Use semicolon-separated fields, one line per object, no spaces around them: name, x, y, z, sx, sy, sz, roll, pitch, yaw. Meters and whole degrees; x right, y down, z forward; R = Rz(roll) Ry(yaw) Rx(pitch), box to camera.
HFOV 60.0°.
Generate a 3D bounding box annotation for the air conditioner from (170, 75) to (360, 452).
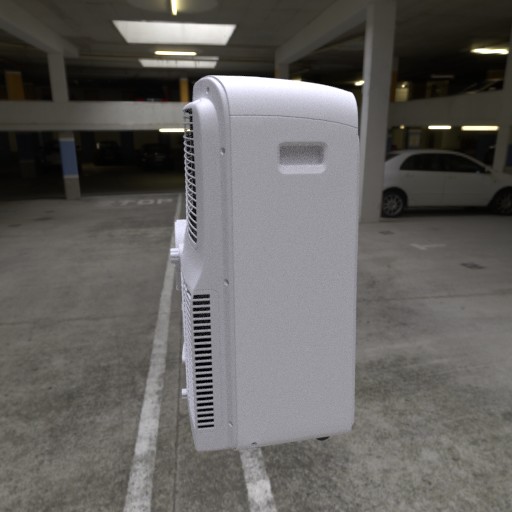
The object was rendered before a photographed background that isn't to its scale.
air conditioner;0.000;0.000;0.966;0.365;0.700;0.454;-3;17;-9
